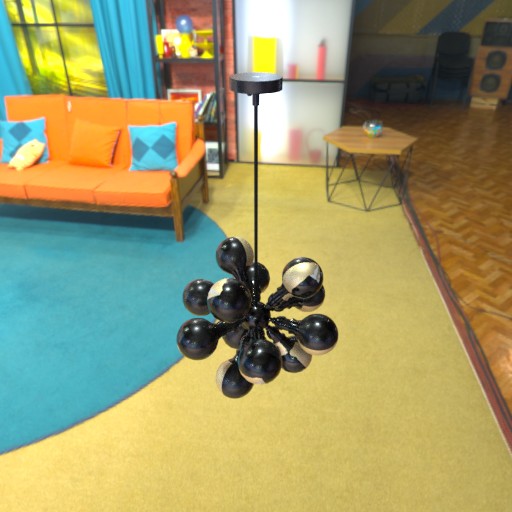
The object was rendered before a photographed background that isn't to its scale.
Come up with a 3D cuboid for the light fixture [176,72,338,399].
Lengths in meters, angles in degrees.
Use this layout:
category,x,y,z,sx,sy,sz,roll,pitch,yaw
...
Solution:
category,x,y,z,sx,sy,sz,roll,pitch,yaw
light fixture,0.000,0.000,1.130,0.468,0.859,0.420,-19,36,-28
